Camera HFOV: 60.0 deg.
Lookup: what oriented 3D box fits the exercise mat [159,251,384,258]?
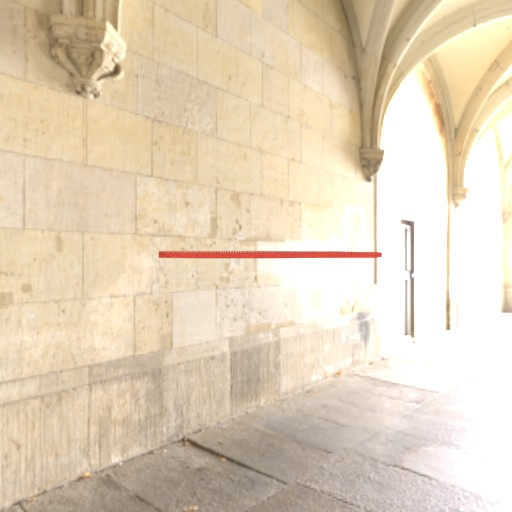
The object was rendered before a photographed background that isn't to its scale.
[{"bbox_3d":[0.000,0.000,2.080,0.616,0.021,1.869,0,0,-3],"label":"exercise mat"}]
